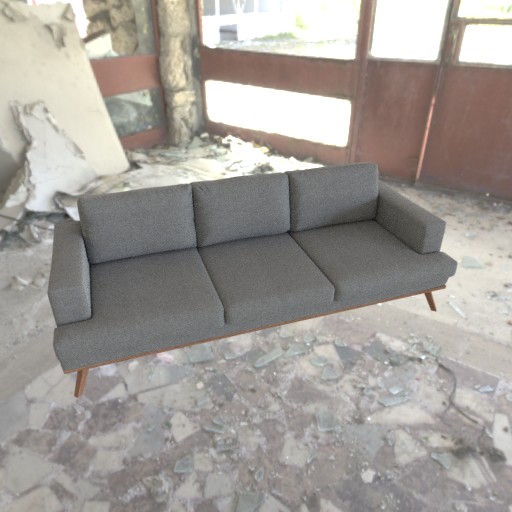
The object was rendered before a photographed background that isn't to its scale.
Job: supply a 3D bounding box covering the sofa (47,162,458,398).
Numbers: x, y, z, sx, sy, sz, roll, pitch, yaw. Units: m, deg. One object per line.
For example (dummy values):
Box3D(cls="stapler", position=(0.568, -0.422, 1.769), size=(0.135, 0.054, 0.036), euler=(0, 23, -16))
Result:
Box3D(cls="sofa", position=(0.000, 0.000, 2.732), size=(2.310, 0.810, 0.920), euler=(-10, 32, -16))
